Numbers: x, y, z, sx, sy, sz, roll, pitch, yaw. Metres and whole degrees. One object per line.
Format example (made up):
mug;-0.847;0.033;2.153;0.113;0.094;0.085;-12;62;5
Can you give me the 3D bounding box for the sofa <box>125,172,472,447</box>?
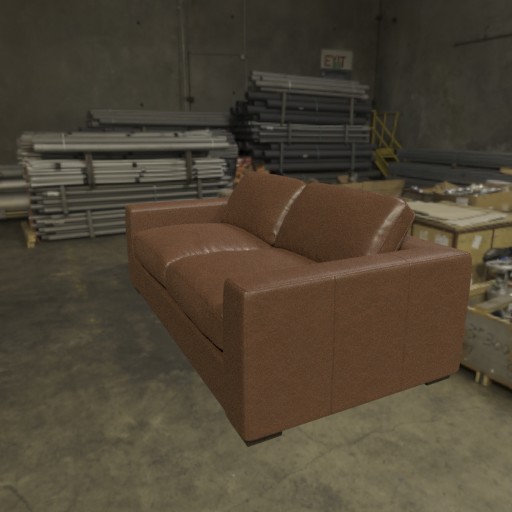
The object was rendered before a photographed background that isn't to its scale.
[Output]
sofa;0.000;0.000;2.441;1.070;0.800;1.920;-8;17;-26
